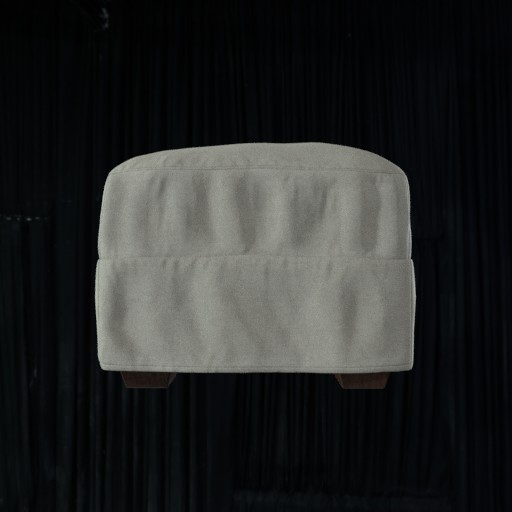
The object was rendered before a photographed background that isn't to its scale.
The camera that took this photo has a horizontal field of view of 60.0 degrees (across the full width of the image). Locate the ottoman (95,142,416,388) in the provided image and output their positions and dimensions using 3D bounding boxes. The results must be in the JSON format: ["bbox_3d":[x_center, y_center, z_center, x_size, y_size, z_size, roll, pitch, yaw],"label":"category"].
[{"bbox_3d":[0.000,0.000,1.090,0.584,0.480,0.712,0,0,1],"label":"ottoman"}]
